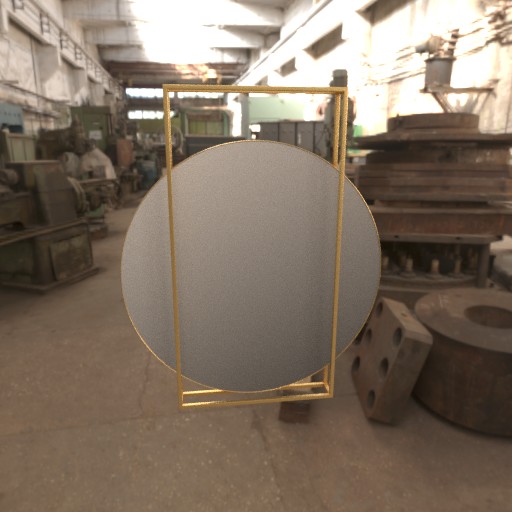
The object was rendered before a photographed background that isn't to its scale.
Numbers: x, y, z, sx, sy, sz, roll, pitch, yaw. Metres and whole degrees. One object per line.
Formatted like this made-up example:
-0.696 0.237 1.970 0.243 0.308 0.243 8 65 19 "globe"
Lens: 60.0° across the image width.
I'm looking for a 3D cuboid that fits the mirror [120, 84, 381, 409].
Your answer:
0.000 0.000 0.844 0.508 0.603 0.051 -2 15 -7 "mirror"
